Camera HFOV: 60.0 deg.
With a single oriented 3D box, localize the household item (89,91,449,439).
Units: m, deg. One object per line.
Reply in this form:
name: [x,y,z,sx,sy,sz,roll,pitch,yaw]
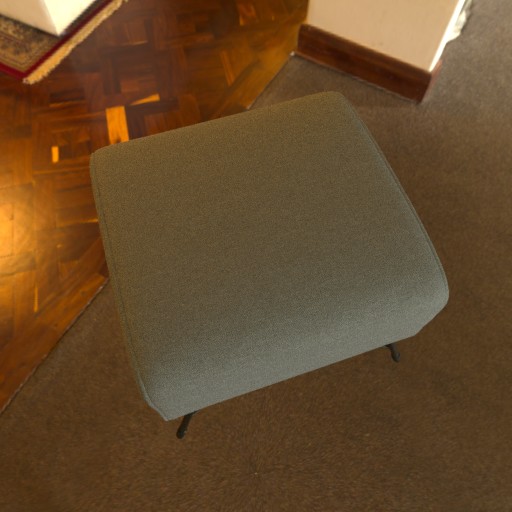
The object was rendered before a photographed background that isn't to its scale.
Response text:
household item: [0.000,0.000,0.905,0.530,0.410,0.530,-17,65,-8]
